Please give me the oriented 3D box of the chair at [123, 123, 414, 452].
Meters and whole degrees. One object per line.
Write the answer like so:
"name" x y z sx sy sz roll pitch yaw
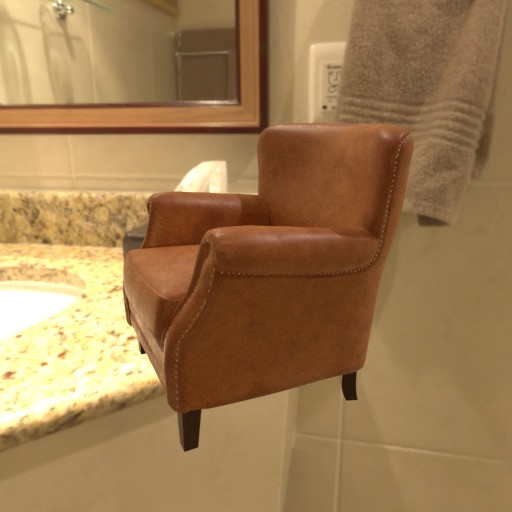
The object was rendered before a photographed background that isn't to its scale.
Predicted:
"chair" 0.000 0.000 1.635 0.921 0.936 0.861 -8 19 -25
